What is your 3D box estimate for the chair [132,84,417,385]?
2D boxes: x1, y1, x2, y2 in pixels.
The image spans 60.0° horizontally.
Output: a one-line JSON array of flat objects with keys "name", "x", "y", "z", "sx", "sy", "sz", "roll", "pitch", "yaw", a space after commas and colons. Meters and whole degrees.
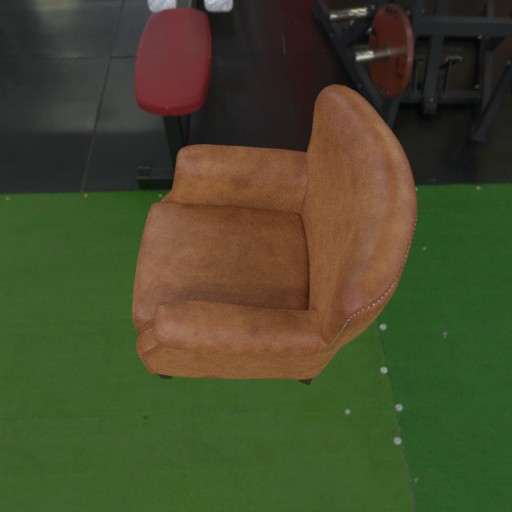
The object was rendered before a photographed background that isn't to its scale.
[{"name": "chair", "x": 0.000, "y": 0.000, "z": 1.665, "sx": 0.921, "sy": 0.936, "sz": 0.861, "roll": 0, "pitch": 58, "yaw": 0}]
